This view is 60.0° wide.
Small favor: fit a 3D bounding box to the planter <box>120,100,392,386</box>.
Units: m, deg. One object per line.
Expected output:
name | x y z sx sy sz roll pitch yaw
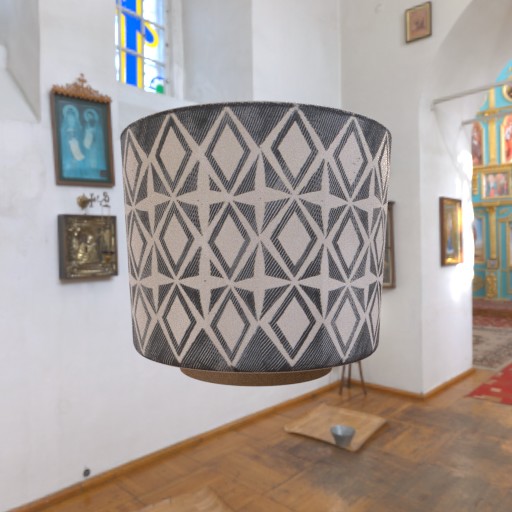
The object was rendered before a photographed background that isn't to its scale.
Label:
planter | 0.000 0.000 0.443 0.260 0.220 0.260 0 -1 0
